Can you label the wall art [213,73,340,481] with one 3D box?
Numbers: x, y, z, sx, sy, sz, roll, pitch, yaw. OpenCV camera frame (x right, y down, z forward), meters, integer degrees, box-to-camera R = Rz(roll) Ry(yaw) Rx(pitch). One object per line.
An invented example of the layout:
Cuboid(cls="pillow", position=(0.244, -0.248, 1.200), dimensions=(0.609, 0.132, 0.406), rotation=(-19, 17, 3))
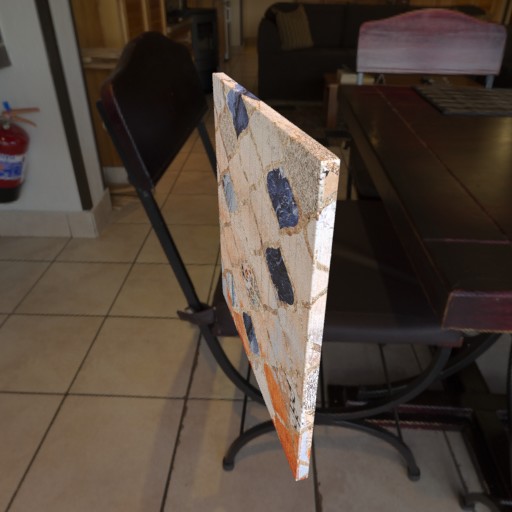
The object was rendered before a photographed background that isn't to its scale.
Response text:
Cuboid(cls="wall art", position=(0.000, 0.000, 1.355), dimensions=(0.039, 0.914, 0.912), rotation=(-9, 32, -14))
